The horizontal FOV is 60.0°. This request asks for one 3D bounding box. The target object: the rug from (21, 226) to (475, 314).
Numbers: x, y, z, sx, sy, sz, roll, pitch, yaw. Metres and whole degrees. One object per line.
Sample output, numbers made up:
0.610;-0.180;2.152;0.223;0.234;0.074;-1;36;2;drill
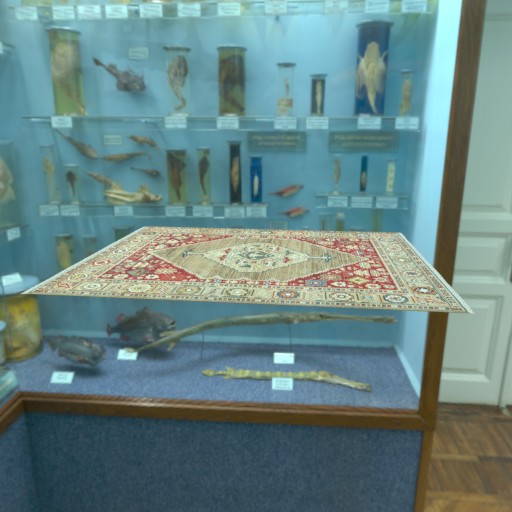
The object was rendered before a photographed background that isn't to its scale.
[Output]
0.000;0.000;4.192;3.143;0.008;2.451;2;15;7;rug
